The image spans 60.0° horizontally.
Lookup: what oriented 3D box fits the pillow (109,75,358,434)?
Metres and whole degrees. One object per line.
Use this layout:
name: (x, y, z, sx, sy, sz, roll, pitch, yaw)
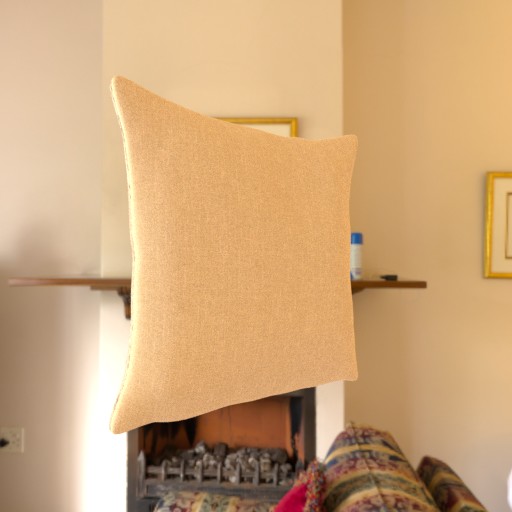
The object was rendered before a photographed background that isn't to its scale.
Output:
pillow: (0.000, 0.000, 0.660, 0.436, 0.432, 0.138, 1, -1, -36)
